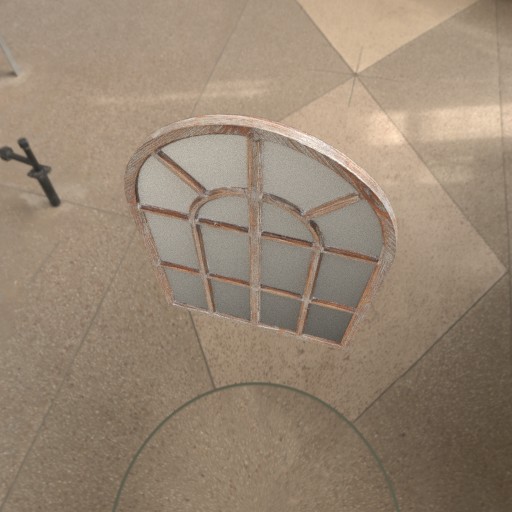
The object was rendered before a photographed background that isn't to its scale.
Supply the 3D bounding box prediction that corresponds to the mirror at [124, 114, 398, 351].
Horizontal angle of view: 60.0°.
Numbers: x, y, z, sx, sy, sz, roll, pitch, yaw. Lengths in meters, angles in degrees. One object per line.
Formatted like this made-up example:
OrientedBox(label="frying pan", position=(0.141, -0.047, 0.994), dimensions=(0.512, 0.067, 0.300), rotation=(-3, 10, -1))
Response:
OrientedBox(label="mirror", position=(0.000, 0.000, 1.188), dimensions=(0.660, 0.920, 0.032), rotation=(13, 59, 8))
